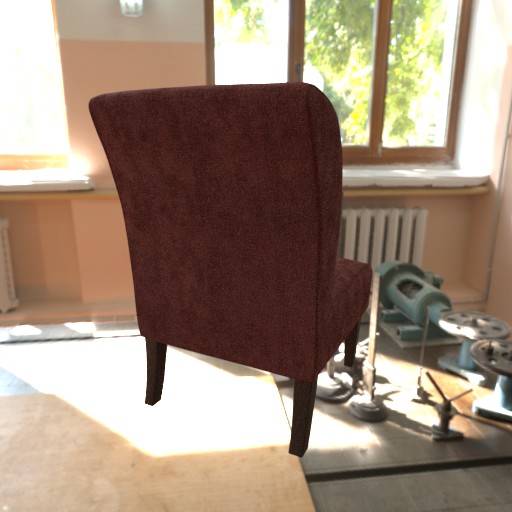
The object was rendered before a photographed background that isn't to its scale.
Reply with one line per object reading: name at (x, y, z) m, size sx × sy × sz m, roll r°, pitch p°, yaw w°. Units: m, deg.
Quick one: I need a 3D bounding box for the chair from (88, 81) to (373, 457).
chair at (0.000, 0.000, 1.250) m, size 0.538 × 0.846 × 0.640 m, roll 8°, pitch 17°, yaw 27°
